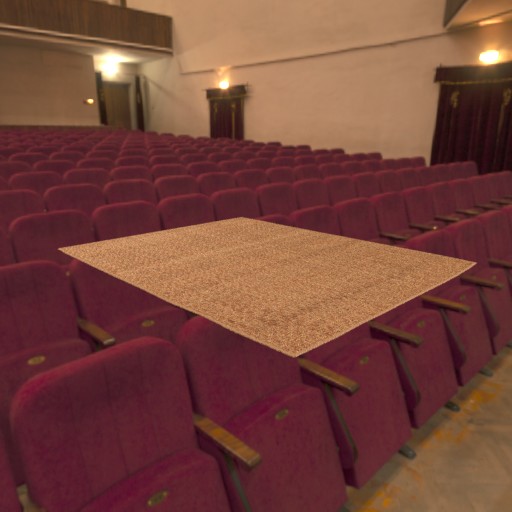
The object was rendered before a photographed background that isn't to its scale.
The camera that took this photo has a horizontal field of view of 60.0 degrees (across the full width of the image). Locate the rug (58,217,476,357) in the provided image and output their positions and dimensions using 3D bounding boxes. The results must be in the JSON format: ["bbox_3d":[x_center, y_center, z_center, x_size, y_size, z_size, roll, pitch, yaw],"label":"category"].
[{"bbox_3d":[0.000,0.000,4.050,2.439,0.013,3.048,-15,21,-42],"label":"rug"}]
